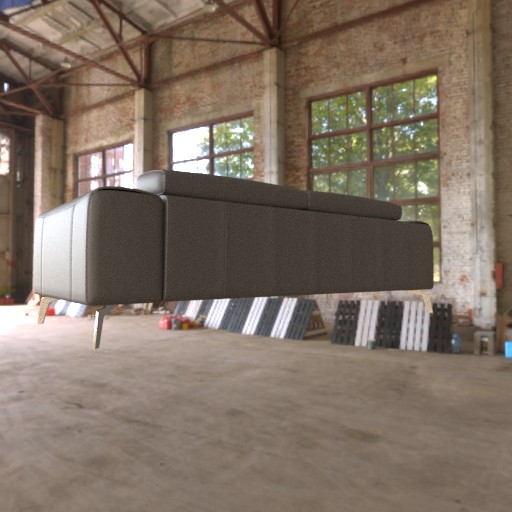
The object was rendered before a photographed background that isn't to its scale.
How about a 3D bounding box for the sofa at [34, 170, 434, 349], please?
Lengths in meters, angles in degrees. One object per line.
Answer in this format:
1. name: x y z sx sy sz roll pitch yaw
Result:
1. sofa: 0.000 0.000 2.734 2.321 0.759 1.023 1 -2 -37
